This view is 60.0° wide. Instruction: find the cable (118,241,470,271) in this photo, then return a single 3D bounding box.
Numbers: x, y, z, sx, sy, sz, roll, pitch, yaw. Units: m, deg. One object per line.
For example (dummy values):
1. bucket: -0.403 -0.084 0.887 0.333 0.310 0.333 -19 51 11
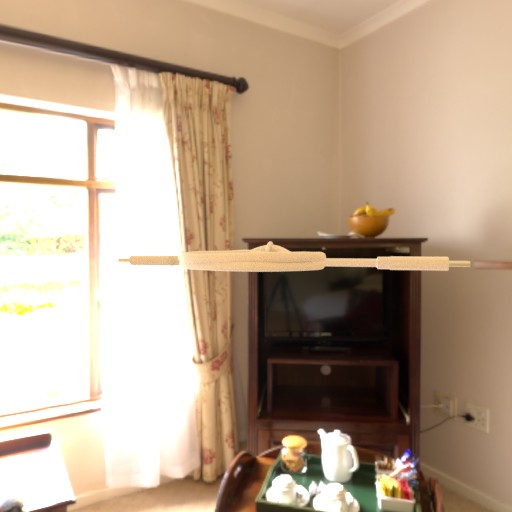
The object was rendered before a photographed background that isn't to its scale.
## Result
1. cable: 0.000 0.000 0.206 0.186 0.014 0.070 0 1 19
